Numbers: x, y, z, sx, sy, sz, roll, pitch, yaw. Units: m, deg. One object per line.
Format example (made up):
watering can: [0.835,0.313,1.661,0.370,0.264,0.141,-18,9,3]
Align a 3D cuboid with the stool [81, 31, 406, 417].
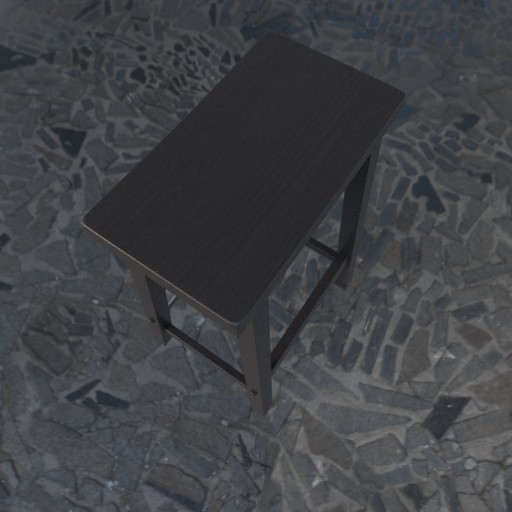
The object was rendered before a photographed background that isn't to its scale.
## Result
stool: [0.000,0.000,0.838,0.322,0.610,0.406,32,68,14]
